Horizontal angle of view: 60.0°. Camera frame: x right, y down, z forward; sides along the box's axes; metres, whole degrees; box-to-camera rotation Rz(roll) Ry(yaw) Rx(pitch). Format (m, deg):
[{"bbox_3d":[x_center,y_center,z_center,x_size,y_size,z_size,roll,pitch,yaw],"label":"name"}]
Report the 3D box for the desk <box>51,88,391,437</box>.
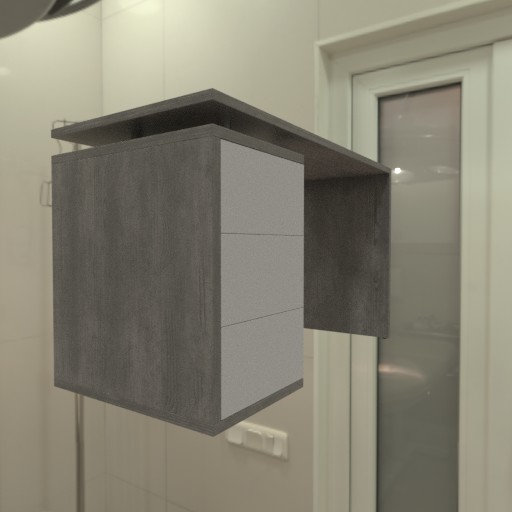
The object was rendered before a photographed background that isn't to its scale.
[{"bbox_3d":[0.000,0.000,1.602,0.600,0.740,1.200,1,2,34],"label":"desk"}]
